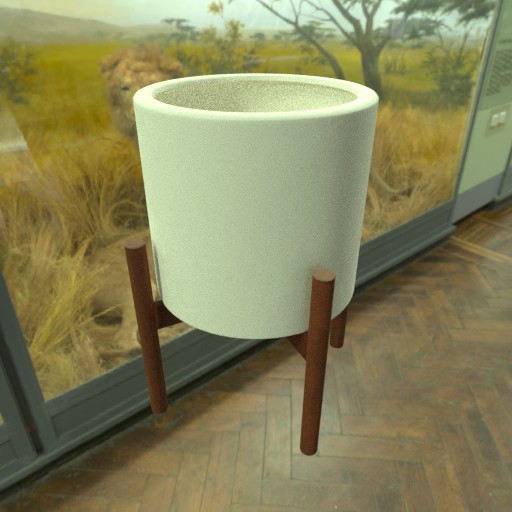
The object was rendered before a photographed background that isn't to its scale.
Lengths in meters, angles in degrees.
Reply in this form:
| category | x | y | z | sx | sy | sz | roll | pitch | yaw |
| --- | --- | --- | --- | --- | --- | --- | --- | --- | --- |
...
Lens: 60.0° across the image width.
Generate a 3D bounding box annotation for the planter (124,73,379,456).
| category | x | y | z | sx | sy | sz | roll | pitch | yaw |
| --- | --- | --- | --- | --- | --- | --- | --- | --- | --- |
| planter | 0.000 | 0.000 | 0.502 | 0.224 | 0.358 | 0.224 | 9 | 31 | 16 |
